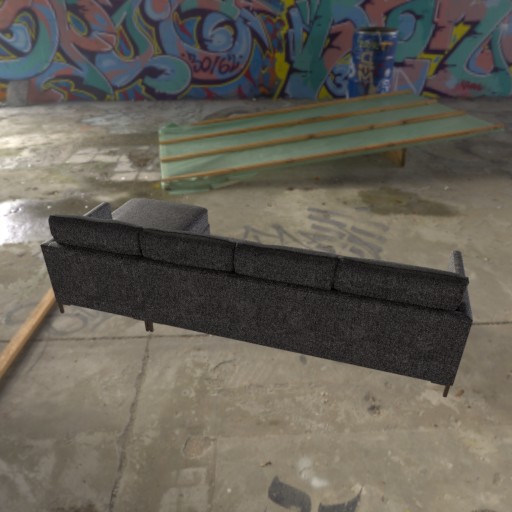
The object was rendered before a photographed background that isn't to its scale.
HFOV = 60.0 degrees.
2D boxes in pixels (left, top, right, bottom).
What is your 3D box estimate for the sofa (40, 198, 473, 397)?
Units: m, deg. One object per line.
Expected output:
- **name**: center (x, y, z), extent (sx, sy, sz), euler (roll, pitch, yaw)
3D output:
- **sofa**: center (0.000, 0.000, 3.999), extent (3.384, 0.970, 1.488), euler (9, 32, 15)
